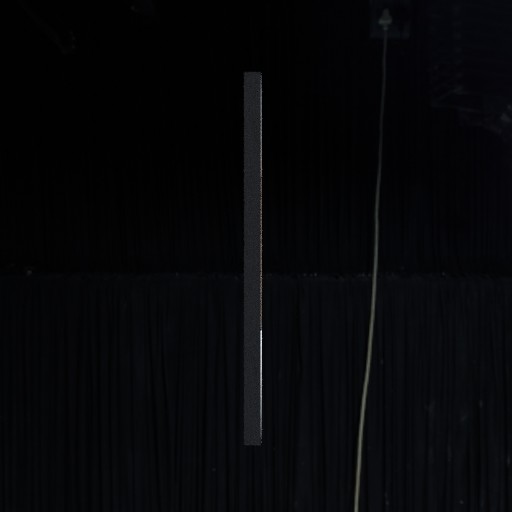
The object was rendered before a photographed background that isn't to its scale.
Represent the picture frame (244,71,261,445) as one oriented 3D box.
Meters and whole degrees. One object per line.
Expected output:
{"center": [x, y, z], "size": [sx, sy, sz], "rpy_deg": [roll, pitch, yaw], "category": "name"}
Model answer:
{"center": [0.000, 0.000, 1.235], "size": [0.029, 0.640, 0.950], "rpy_deg": [0, 1, 1], "category": "picture frame"}
